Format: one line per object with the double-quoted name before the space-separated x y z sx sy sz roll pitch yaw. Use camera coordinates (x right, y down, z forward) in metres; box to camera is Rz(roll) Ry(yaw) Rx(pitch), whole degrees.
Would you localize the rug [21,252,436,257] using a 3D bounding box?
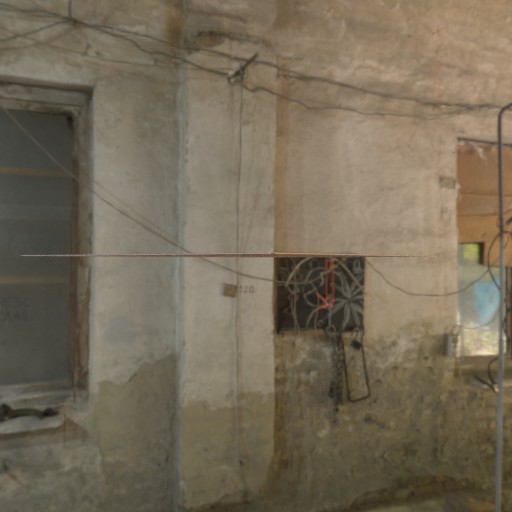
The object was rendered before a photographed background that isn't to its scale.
"rug" 0.000 0.000 4.112 2.451 0.008 3.143 0 -1 36
